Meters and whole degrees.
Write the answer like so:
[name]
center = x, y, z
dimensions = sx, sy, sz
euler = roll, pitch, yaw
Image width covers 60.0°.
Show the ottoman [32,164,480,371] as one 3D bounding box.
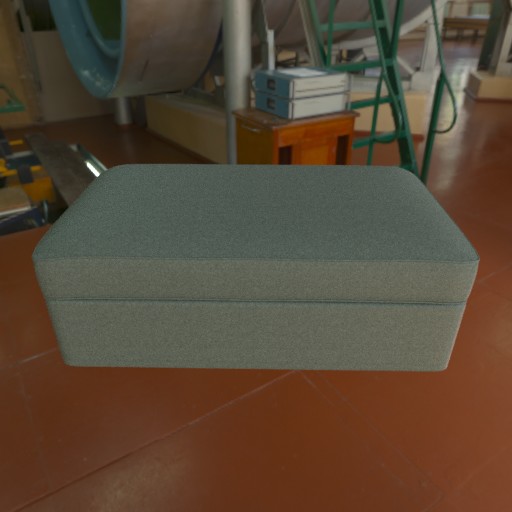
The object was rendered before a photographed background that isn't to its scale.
[ottoman]
center = 0.000, 0.000, 1.510
dimensions = 1.173, 0.494, 0.681
euler = 1, 31, 1
